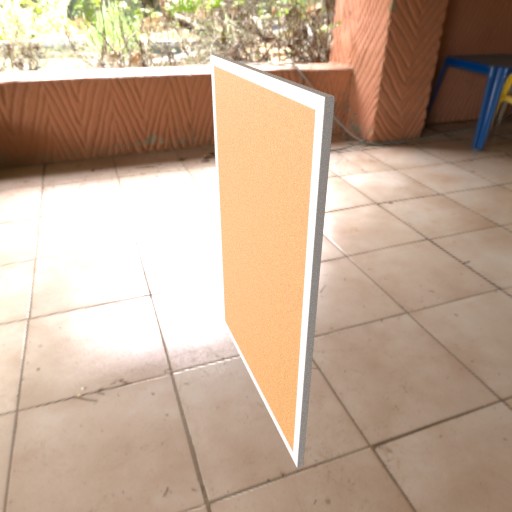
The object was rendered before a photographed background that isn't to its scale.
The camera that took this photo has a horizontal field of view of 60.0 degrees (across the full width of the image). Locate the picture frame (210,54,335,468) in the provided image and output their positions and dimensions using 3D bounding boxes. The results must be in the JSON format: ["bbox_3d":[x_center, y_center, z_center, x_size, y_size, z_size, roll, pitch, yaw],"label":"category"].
[{"bbox_3d":[0.000,0.000,0.841,0.013,0.657,0.457,-11,32,-18],"label":"picture frame"}]
